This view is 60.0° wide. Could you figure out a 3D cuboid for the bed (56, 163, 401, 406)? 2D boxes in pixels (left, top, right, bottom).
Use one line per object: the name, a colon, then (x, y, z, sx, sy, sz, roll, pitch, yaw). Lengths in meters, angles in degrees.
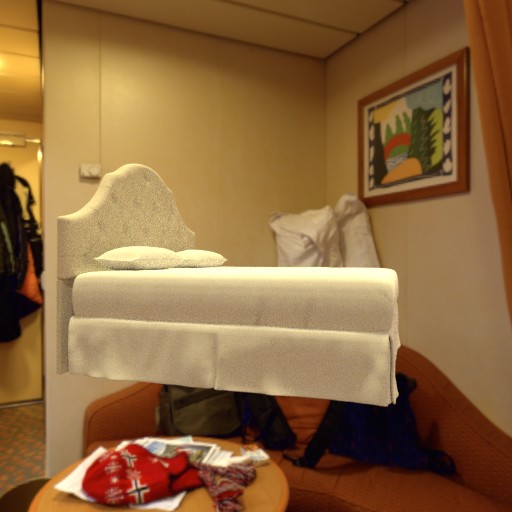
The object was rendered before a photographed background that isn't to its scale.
bed: (0.000, 0.000, 3.592, 2.214, 1.615, 2.008, 0, 0, 18)
